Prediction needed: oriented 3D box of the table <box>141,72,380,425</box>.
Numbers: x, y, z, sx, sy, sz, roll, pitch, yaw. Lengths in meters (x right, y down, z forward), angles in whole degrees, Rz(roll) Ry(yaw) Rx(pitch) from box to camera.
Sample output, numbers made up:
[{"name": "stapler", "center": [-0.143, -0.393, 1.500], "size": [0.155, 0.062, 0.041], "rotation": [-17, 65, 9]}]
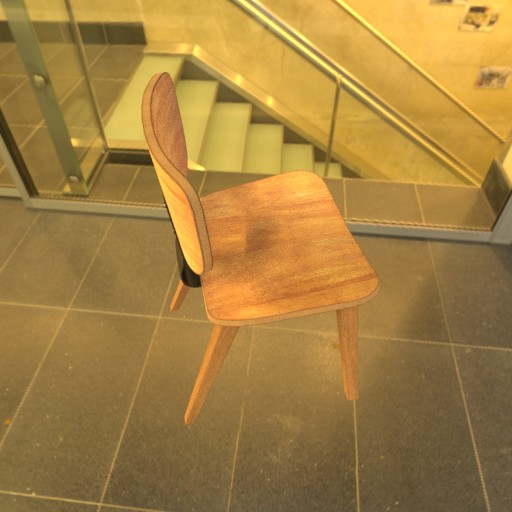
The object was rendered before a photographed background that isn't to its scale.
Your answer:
[{"name": "table", "center": [0.000, 0.000, 1.116], "size": [0.500, 0.805, 0.499], "rotation": [-10, 47, -9]}]
